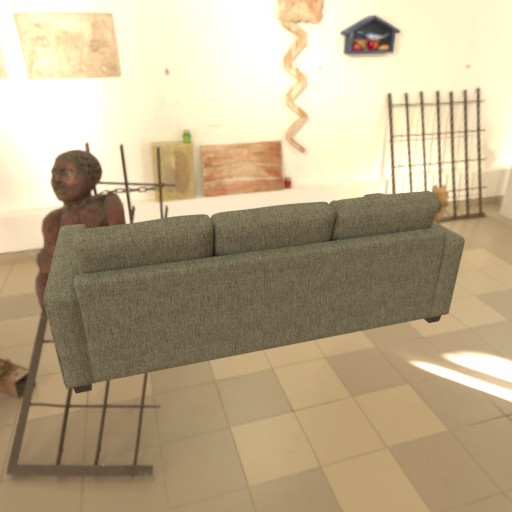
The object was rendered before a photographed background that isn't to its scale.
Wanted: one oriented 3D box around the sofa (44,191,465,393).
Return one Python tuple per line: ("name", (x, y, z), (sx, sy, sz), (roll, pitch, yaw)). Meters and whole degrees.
("sofa", (0.000, 0.000, 2.593), (2.160, 0.800, 0.900), (-8, 27, -15))
